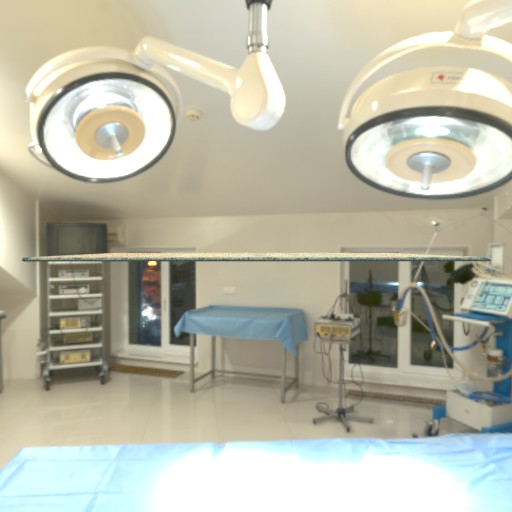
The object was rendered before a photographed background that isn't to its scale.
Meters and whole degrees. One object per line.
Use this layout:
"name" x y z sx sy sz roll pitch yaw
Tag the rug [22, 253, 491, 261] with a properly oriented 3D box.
"rug" 0.000 0.000 2.329 1.829 0.016 1.219 0 1 -1
